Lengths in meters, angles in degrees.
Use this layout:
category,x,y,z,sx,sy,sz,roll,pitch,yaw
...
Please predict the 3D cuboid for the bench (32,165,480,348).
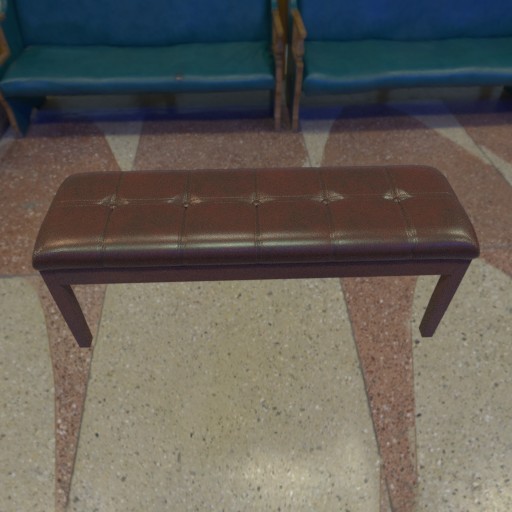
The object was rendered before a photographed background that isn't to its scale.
category,x,y,z,sx,sy,sz,roll,pitch,yaw
bench,0.000,0.000,1.493,1.259,0.491,0.401,-1,46,-1
